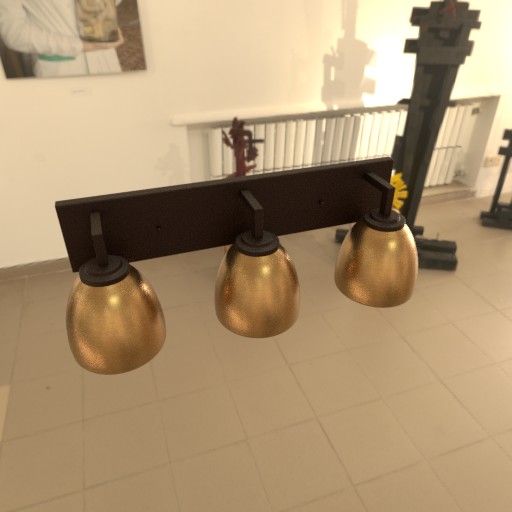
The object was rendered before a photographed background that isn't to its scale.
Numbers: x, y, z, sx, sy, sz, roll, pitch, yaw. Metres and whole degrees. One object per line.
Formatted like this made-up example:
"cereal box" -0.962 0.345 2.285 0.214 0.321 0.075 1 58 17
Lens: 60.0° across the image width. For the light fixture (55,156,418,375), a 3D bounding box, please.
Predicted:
"light fixture" 0.000 0.000 0.688 0.582 0.204 0.157 -11 34 -16
